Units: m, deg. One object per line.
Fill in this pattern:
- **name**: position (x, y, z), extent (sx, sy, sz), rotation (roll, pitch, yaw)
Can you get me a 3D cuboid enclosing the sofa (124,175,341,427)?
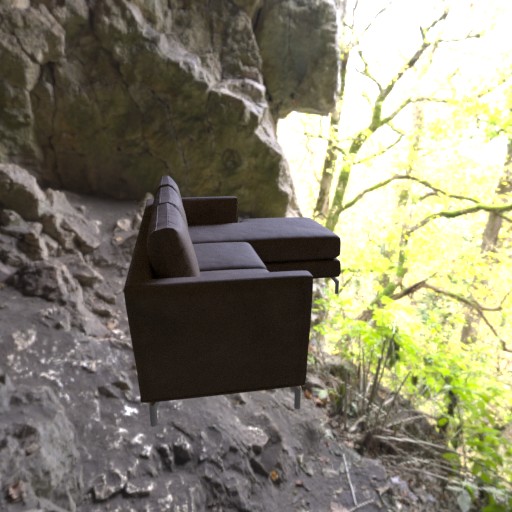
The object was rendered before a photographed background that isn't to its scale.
- **sofa**: position (0.000, 0.000, 3.241), extent (1.622, 0.987, 2.438), rotation (-3, 17, -10)
